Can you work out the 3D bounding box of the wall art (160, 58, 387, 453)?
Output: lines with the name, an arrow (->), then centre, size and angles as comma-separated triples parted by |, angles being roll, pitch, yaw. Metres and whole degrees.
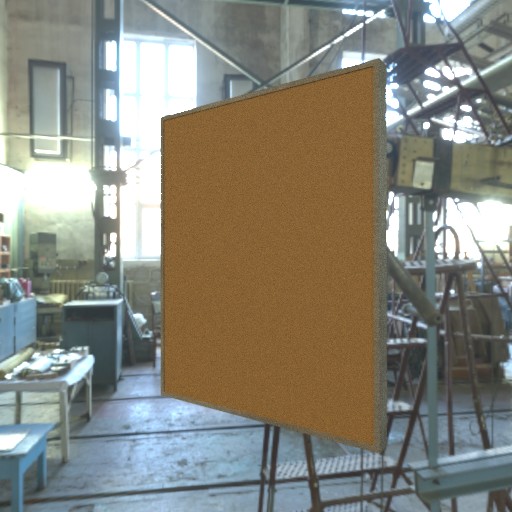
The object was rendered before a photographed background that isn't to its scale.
wall art -> 0.000, 0.000, 0.719 | 0.421, 0.521, 0.032 | 0, 0, 36
